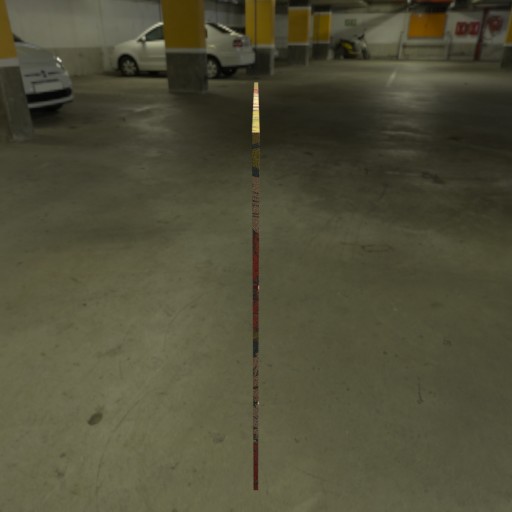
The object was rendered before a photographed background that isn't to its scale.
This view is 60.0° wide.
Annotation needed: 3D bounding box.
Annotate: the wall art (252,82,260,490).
[{"bbox_3d":[0.000,0.000,1.356,0.013,0.913,0.904,0,26,0],"label":"wall art"}]
